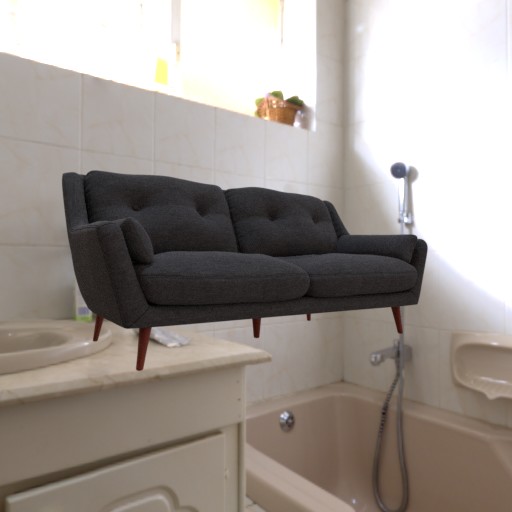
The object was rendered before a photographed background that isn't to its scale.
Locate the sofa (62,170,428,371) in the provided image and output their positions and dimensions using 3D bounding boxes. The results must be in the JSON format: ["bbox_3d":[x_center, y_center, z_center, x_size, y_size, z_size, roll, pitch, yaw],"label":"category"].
[{"bbox_3d":[0.000,0.000,2.437,1.929,0.896,0.975,1,-1,-35],"label":"sofa"}]
